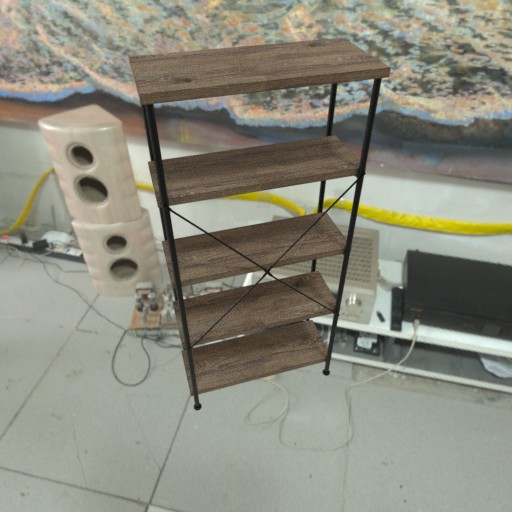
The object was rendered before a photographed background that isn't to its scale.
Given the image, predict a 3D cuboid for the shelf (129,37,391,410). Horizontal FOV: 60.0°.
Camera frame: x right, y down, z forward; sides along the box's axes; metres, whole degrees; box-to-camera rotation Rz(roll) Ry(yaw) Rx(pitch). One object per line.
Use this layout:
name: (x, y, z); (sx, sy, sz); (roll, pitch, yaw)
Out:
shelf: (0.000, 0.000, 2.024); (0.800, 1.700, 0.360); (-11, 42, -13)
